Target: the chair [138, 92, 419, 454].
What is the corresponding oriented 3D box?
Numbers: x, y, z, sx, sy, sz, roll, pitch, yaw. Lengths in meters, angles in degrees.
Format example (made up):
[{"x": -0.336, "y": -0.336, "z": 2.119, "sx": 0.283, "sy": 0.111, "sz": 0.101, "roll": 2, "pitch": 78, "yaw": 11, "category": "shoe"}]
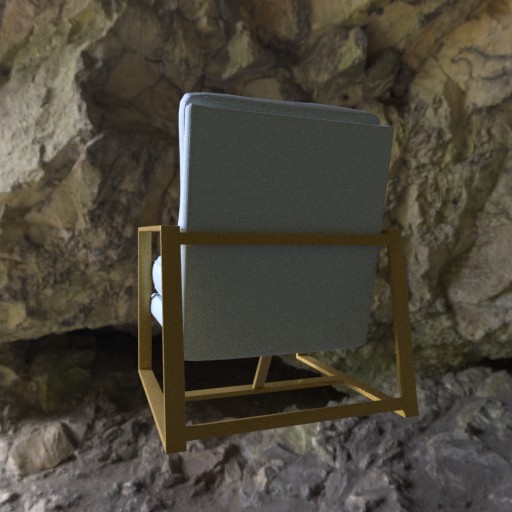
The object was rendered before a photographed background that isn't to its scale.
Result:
[{"x": 0.000, "y": 0.000, "z": 1.585, "sx": 0.758, "sy": 0.956, "sz": 0.813, "roll": 0, "pitch": 1, "yaw": -19, "category": "chair"}]
